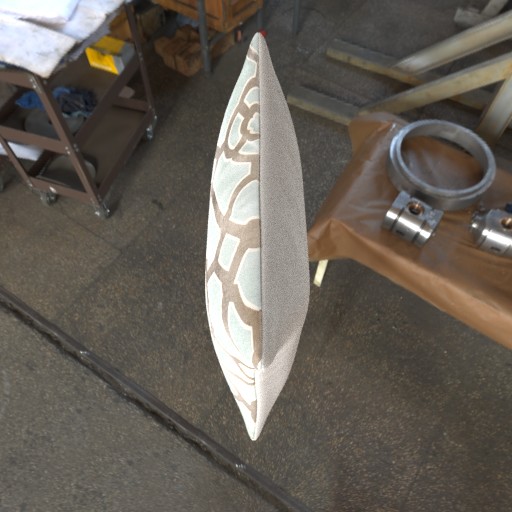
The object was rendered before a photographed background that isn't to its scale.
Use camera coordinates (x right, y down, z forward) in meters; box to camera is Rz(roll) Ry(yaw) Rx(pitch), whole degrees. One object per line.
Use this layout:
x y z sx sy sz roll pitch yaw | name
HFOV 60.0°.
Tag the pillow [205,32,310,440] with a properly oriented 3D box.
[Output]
0.000 0.000 0.797 0.166 0.508 0.552 0 60 0 | pillow
